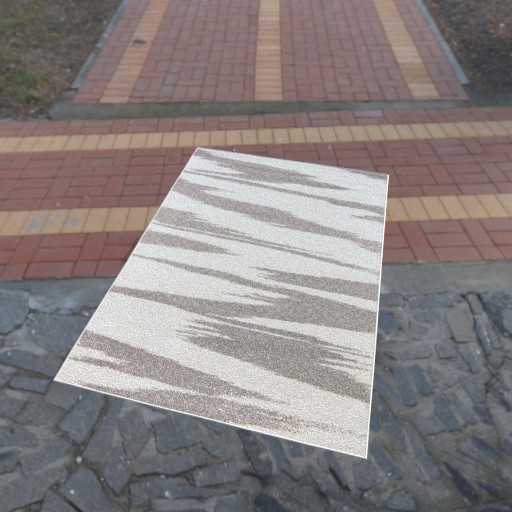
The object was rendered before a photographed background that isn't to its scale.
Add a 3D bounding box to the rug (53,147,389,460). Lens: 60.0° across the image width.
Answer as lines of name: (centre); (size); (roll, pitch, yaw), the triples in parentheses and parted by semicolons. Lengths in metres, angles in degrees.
rug: (0.000, 0.000, 2.764); (1.533, 0.010, 2.142); (10, 47, 10)
